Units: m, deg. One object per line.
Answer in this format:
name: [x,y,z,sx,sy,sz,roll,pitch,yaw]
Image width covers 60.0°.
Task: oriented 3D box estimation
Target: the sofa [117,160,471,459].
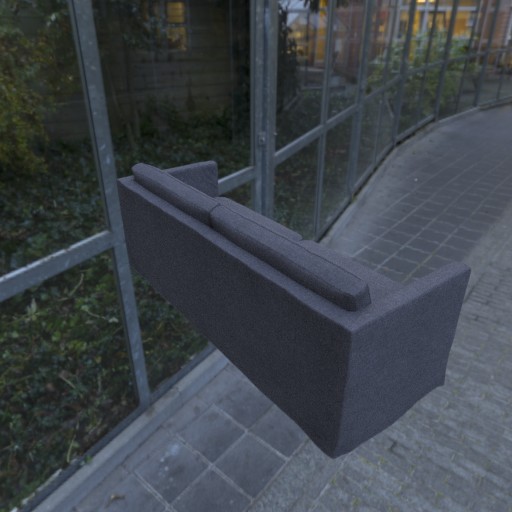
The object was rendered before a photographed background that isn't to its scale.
sofa: [0.000,0.000,3.337,1.036,0.998,2.779,-19,33,-32]
